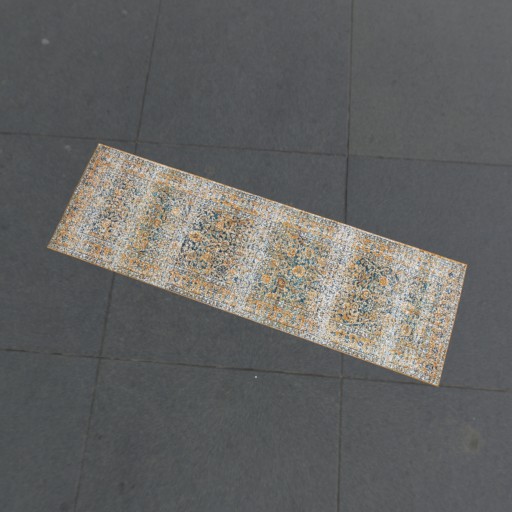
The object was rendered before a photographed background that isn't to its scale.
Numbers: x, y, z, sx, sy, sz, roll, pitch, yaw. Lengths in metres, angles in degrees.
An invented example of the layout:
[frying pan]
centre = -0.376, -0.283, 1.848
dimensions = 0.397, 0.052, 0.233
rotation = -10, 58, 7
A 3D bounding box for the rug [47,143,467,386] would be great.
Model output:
[rug]
centre = 0.000, 0.000, 2.523
dimensions = 2.294, 0.014, 0.704
rotation = 19, 76, 5
